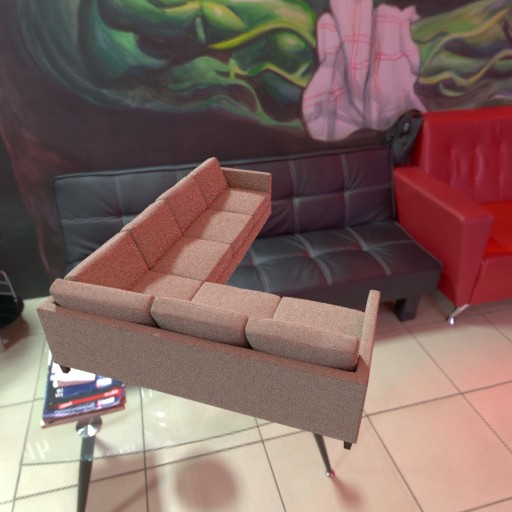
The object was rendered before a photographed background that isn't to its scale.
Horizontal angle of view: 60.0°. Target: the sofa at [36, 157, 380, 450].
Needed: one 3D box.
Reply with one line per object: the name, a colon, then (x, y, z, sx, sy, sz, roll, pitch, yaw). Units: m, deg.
sofa: (0.000, 0.000, 4.360, 2.432, 0.863, 3.182, 9, 33, 15)
